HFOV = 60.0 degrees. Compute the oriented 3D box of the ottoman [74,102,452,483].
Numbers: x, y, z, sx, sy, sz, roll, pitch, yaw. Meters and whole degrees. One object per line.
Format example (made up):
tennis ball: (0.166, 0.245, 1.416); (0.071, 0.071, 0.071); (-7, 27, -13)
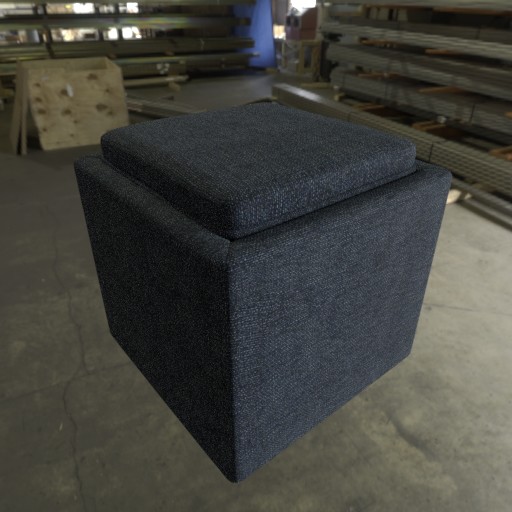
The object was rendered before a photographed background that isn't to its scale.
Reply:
ottoman: (0.000, 0.000, 0.808); (0.450, 0.460, 0.450); (-23, 37, -33)
